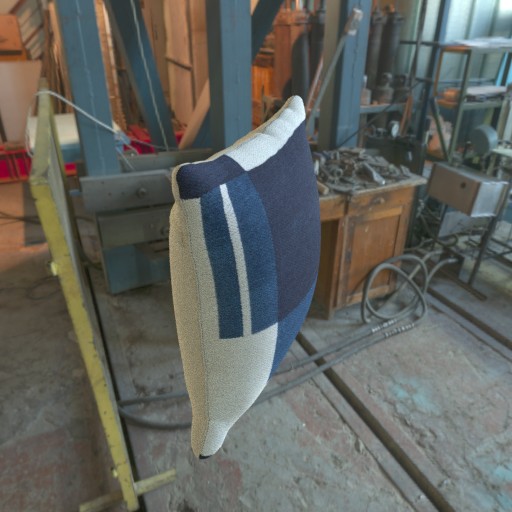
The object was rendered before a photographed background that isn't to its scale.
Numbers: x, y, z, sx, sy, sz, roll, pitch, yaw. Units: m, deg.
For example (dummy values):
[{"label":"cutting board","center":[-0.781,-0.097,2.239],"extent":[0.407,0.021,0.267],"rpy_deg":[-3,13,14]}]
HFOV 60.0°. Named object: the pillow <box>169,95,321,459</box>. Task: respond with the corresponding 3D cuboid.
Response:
[{"label":"pillow","center":[0.000,0.000,0.833],"extent":[0.229,0.506,0.536],"rpy_deg":[10,30,18]}]
